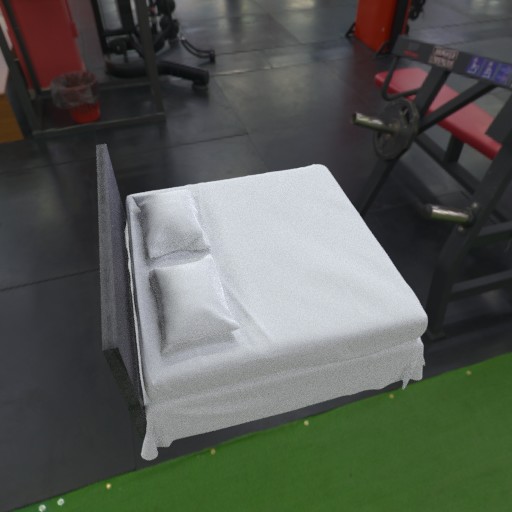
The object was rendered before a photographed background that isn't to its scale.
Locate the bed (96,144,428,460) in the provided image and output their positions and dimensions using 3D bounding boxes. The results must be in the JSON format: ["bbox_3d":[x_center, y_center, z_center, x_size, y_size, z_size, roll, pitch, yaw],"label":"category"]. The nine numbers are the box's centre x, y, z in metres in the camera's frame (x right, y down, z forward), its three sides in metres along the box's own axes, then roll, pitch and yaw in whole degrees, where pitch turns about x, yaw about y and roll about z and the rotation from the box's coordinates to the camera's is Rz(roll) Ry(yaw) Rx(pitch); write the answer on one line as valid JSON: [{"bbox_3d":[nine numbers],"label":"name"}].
[{"bbox_3d":[0.000,0.000,3.497,2.165,1.158,2.255,-11,46,-11],"label":"bed"}]
